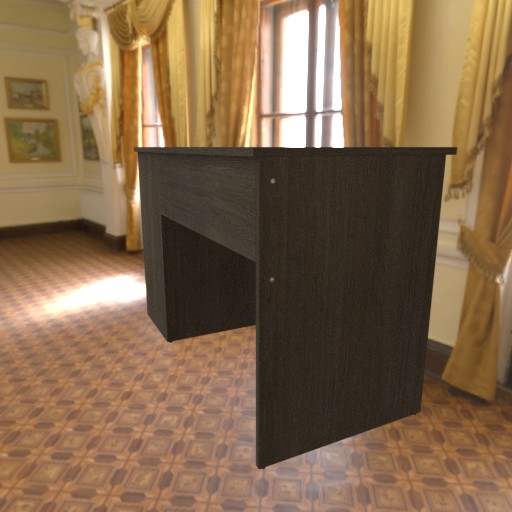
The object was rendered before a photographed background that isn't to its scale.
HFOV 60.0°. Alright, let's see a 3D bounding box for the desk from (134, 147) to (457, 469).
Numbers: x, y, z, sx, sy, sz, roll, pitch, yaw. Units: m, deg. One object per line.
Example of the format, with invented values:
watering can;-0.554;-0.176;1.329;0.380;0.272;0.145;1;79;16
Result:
desk;0.000;0.000;1.529;0.560;0.730;1.096;-7;15;-26
